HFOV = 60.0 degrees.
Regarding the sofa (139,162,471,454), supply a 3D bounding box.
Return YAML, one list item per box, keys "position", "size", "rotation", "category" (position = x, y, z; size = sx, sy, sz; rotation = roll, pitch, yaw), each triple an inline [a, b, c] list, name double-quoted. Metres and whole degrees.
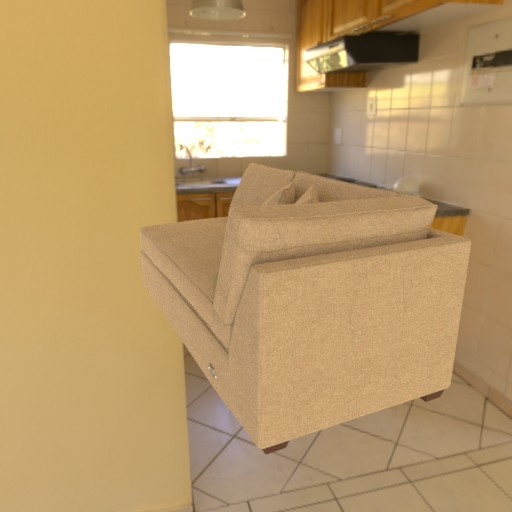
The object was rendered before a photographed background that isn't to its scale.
- position: [0.000, 0.000, 2.804]
  size: [1.110, 1.019, 2.238]
  rotation: [-8, 19, -24]
  category: "sofa"
